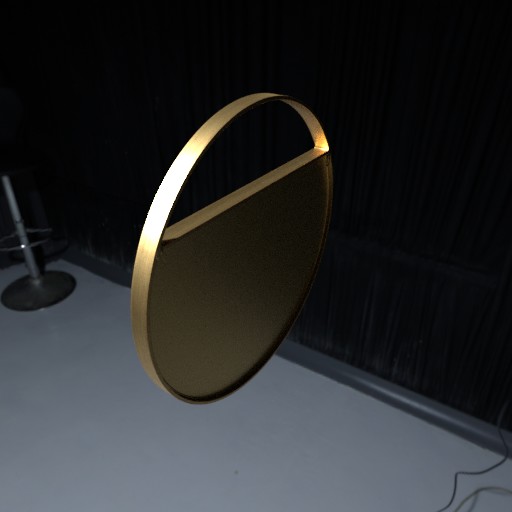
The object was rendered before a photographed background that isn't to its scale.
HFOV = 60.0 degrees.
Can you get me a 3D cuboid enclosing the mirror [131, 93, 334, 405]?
[{"bbox_3d":[0.000,0.000,0.819,0.032,0.565,0.565,20,37,29],"label":"mirror"}]
